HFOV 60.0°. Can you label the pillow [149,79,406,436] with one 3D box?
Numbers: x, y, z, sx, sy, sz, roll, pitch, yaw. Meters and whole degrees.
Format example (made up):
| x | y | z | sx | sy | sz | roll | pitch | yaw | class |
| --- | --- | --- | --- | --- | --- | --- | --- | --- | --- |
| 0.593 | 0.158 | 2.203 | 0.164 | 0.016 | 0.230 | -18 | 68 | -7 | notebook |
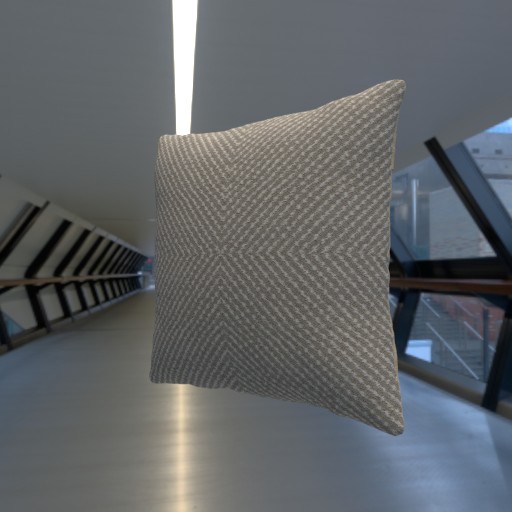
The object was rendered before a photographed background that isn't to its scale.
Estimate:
| x | y | z | sx | sy | sz | roll | pitch | yaw | class |
| --- | --- | --- | --- | --- | --- | --- | --- | --- | --- |
| 0.000 | 0.000 | 0.692 | 0.459 | 0.458 | 0.181 | -1 | -2 | 35 | pillow |
